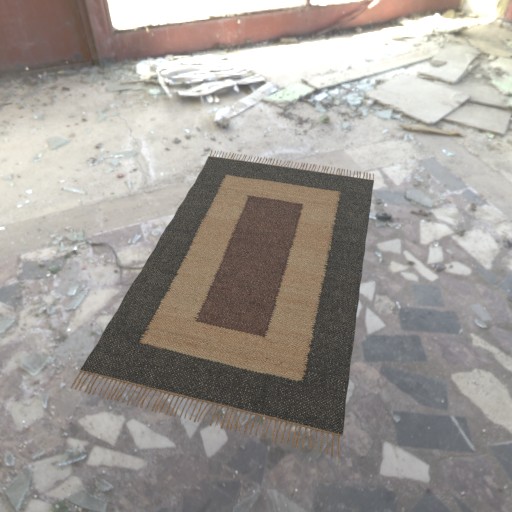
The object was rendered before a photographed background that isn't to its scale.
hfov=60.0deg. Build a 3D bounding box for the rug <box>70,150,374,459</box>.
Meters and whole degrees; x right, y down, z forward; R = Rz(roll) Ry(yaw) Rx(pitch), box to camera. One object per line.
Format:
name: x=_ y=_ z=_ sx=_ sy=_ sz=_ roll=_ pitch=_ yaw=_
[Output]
rug: x=0.000 y=0.000 z=1.930 sx=0.920 sy=0.013 sz=1.541 roll=10 pitch=46 yaw=10
